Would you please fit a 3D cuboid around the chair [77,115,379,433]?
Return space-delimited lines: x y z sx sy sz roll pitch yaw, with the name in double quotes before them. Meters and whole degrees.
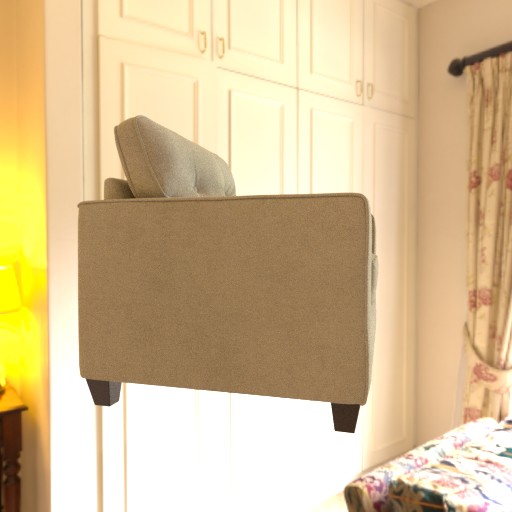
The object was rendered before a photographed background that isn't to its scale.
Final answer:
"chair" 0.000 0.000 1.767 0.939 0.965 1.015 0 2 16
